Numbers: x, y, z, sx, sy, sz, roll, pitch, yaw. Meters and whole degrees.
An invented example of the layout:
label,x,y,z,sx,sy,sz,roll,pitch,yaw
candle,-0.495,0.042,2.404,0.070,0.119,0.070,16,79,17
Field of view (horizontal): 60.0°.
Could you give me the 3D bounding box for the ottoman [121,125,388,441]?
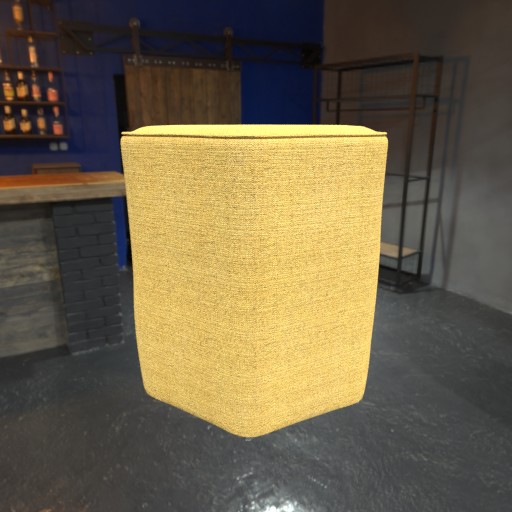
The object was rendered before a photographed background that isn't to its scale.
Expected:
label,x,y,z,sx,sy,sz,roll,pitch,yaw
ottoman,0.000,0.000,0.889,0.494,0.502,0.443,-8,19,-25
